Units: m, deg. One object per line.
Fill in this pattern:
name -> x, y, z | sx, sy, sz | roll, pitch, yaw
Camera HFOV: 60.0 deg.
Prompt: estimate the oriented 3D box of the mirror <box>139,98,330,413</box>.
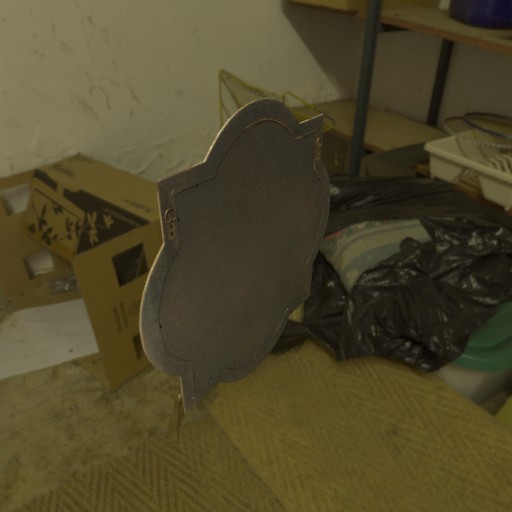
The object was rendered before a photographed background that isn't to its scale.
mirror -> 0.000, 0.000, 1.036 | 0.019, 0.686, 0.686 | 21, 37, 30
